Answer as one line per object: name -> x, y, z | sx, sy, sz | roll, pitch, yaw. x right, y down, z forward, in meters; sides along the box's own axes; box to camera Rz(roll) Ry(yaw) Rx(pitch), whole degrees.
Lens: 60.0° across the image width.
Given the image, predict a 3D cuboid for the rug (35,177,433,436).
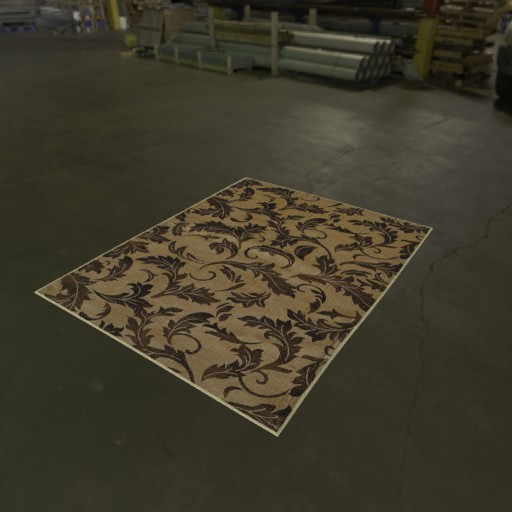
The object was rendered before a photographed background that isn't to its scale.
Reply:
rug -> 0.000, 0.000, 4.094 | 2.380, 0.008, 2.977 | 20, 38, 29
